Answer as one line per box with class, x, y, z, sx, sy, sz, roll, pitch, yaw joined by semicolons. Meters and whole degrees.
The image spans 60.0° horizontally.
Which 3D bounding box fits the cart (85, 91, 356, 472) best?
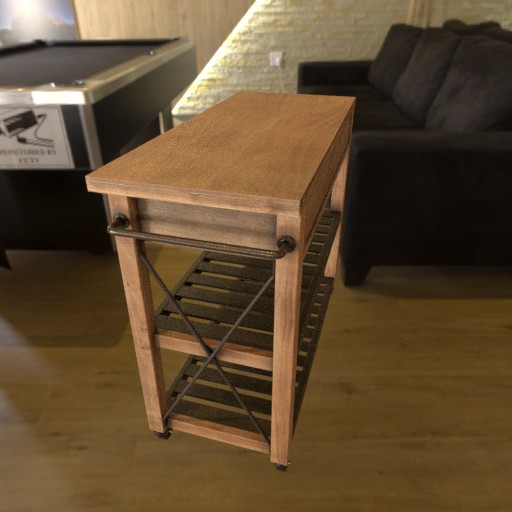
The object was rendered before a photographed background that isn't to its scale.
cart;0.000;0.000;0.949;0.298;0.554;0.686;9;31;14
